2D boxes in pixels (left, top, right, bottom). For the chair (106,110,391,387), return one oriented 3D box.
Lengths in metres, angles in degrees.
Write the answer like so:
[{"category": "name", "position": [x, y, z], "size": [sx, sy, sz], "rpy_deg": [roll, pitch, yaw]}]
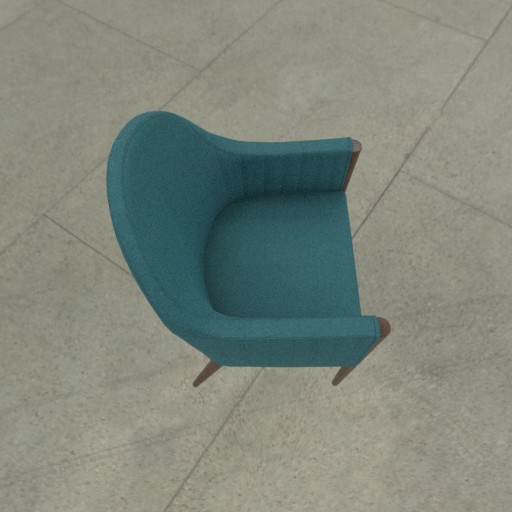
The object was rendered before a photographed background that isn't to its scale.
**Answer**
[{"category": "chair", "position": [0.000, 0.000, 1.362], "size": [0.652, 0.907, 0.656], "rpy_deg": [0, 62, 0]}]
